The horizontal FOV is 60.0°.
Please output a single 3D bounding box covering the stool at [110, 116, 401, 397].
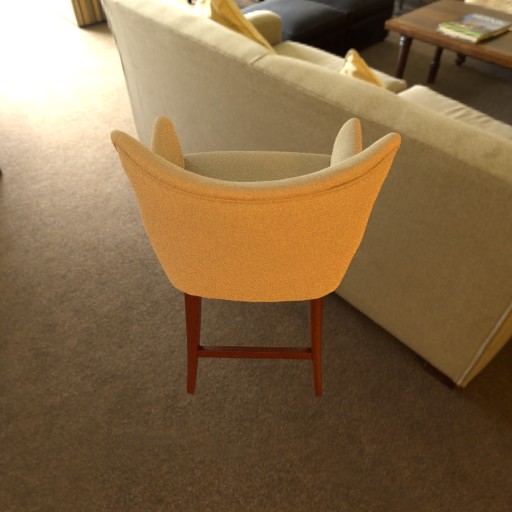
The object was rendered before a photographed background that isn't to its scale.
[{"bbox_3d":[0.000,0.000,1.316,0.601,0.951,0.570,1,46,1],"label":"stool"}]
